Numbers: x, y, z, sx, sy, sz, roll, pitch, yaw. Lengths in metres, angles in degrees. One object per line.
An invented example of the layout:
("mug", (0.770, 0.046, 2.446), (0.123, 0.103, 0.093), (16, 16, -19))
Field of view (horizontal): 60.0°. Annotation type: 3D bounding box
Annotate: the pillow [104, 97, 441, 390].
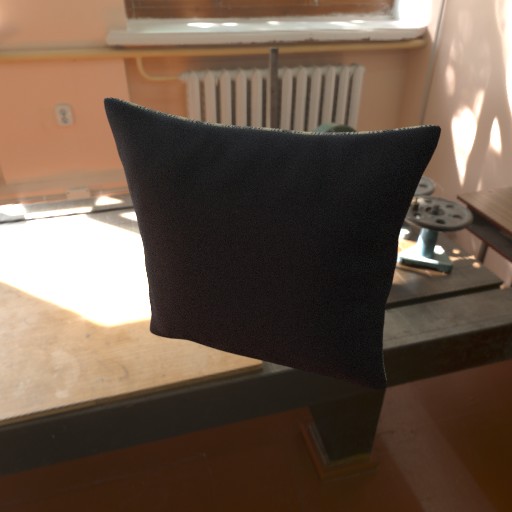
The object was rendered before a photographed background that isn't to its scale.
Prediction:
("pillow", (0.000, 0.000, 0.785), (0.520, 0.508, 0.166), (10, 33, 16))
